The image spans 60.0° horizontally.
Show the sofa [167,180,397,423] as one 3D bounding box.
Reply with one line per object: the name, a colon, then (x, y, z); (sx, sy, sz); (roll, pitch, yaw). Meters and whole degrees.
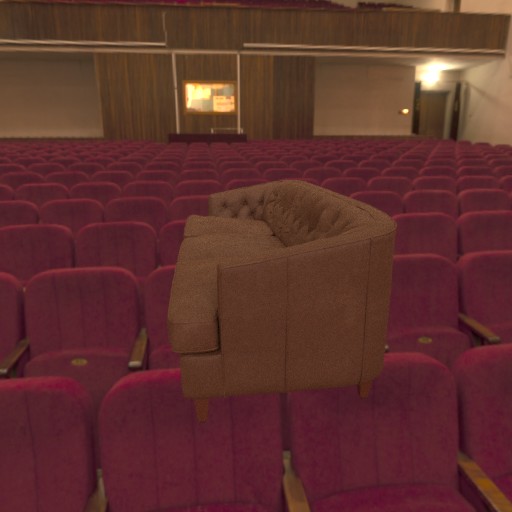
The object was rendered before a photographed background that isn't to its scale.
sofa: (0.000, 0.000, 2.661); (0.927, 0.787, 2.227); (-2, 14, -7)
